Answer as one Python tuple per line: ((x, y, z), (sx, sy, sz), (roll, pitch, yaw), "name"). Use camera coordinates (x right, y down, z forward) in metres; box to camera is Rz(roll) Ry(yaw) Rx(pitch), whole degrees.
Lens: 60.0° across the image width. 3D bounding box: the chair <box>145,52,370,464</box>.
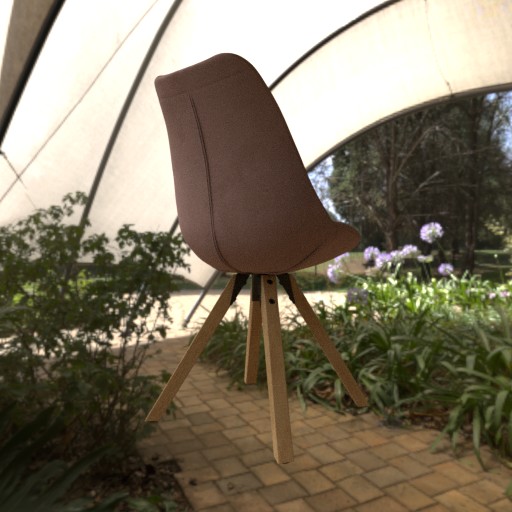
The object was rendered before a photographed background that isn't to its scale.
((0.000, 0.000, 1.187), (0.485, 0.850, 0.550), (0, -1, 36), "chair")
